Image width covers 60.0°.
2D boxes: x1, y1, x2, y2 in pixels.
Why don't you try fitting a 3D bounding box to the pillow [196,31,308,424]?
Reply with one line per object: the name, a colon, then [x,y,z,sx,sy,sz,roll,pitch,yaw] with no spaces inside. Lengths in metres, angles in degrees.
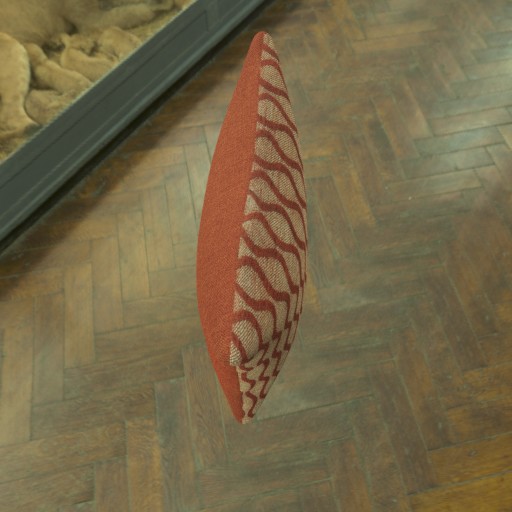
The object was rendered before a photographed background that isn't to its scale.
pillow: [0.000,0.000,0.653,0.159,0.434,0.429,3,62,1]
